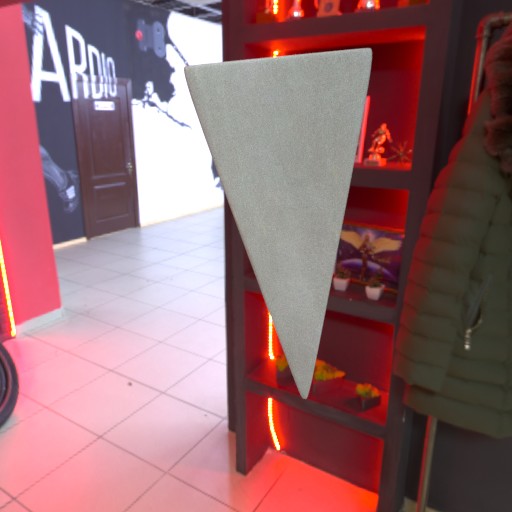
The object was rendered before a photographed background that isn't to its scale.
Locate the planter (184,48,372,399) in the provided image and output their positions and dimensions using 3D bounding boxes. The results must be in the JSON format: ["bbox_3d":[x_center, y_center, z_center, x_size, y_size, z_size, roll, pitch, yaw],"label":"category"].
[{"bbox_3d":[0.000,0.000,0.156,0.047,0.130,0.058,-8,19,-25],"label":"planter"}]
